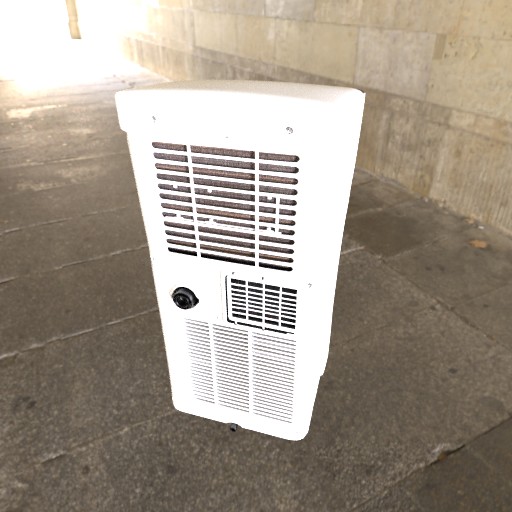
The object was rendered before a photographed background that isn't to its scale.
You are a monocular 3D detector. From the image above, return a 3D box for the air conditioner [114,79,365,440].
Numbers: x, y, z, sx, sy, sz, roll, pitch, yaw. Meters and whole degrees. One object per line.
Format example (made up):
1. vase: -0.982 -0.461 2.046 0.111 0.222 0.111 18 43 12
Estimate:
1. air conditioner: 0.000 0.000 0.929 0.352 0.716 0.369 9 32 15
